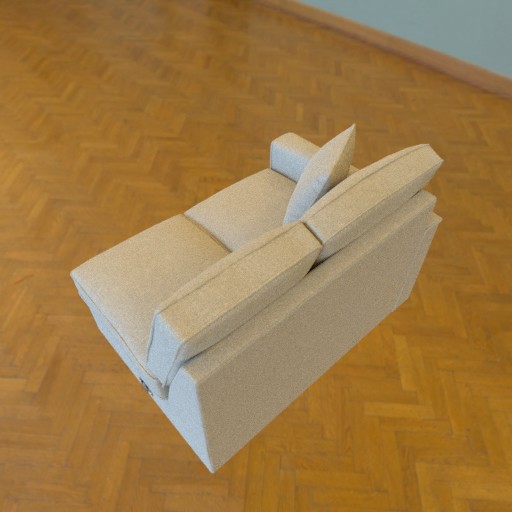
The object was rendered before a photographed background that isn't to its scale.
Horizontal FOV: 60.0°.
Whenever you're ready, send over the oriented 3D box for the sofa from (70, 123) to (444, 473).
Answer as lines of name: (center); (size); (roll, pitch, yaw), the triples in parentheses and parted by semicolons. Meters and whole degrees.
sofa: (0.000, 0.000, 2.018); (1.388, 0.989, 0.991); (-33, 55, -27)
